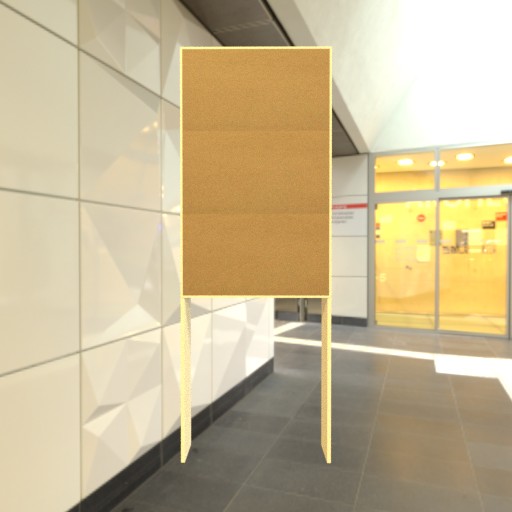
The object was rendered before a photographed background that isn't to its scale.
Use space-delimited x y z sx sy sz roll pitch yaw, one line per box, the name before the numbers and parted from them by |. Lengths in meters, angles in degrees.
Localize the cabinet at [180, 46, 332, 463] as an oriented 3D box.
cabinet | 0.000 0.000 1.980 0.643 1.770 0.192 0 1 0
